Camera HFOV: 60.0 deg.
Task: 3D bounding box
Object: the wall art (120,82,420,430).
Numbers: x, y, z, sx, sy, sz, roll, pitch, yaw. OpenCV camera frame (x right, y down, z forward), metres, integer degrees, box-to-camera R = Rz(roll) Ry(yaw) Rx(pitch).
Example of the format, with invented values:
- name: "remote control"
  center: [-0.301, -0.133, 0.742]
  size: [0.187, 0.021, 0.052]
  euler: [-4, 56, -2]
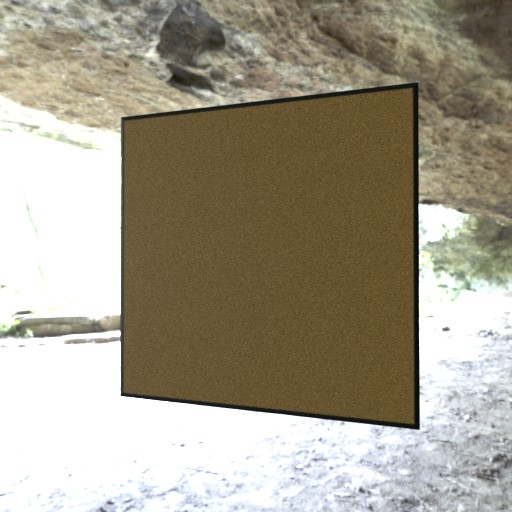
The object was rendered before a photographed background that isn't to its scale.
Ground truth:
- name: "wall art"
  center: [0.000, 0.000, 0.743]
  size: [0.513, 0.511, 0.028]
  euler: [0, -1, 18]
